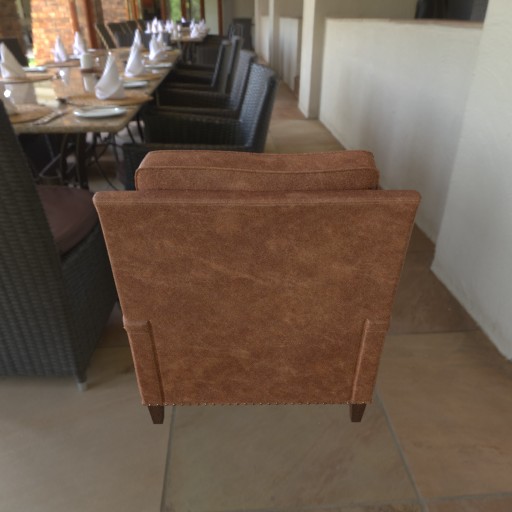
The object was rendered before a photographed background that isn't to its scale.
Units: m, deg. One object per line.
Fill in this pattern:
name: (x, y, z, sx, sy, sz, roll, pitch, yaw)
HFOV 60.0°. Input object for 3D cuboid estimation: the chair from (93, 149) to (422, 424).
chair: (0.000, 0.000, 1.793, 0.854, 1.054, 1.035, 0, 29, -1)
